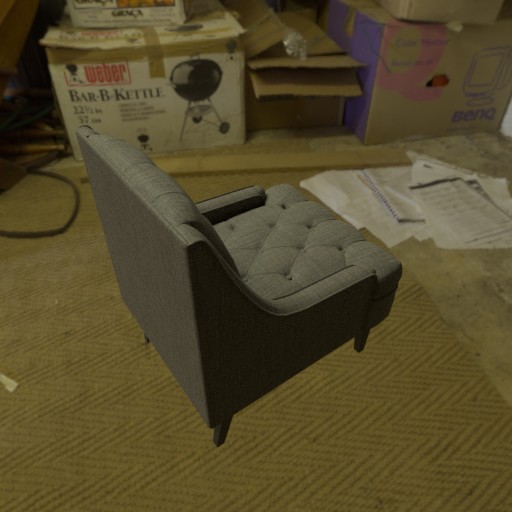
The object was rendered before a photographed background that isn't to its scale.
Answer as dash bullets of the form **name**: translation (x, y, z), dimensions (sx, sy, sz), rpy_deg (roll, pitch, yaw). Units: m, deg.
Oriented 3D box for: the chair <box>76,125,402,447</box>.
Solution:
- **chair**: translation (0.000, 0.000, 1.461), dimensions (0.771, 0.891, 0.655), rpy_deg (-25, 46, -26)
